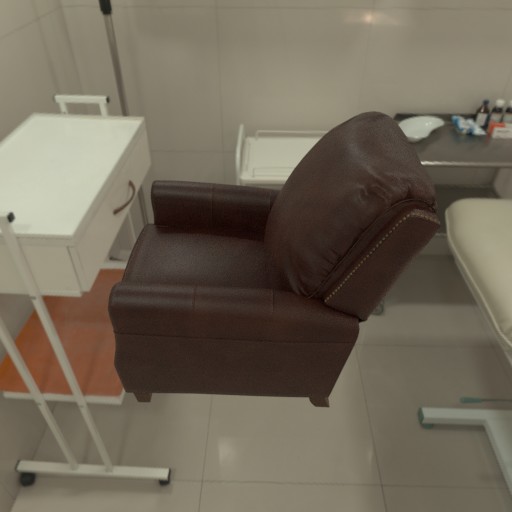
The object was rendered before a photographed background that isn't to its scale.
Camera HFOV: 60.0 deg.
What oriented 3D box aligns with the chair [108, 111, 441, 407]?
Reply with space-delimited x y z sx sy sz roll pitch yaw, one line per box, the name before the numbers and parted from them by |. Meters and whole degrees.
chair | 0.000 0.000 1.780 1.089 1.022 0.826 1 39 1
